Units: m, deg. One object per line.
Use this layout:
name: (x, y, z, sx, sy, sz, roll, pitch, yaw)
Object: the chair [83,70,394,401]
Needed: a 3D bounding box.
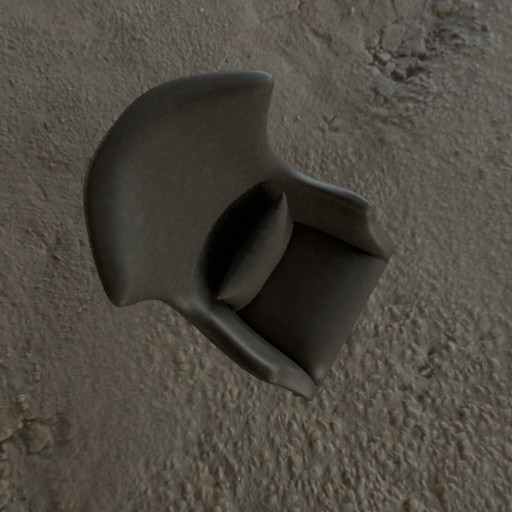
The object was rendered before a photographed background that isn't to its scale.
chair: (0.000, 0.000, 1.700, 0.954, 1.068, 0.819, 30, 78, 7)
